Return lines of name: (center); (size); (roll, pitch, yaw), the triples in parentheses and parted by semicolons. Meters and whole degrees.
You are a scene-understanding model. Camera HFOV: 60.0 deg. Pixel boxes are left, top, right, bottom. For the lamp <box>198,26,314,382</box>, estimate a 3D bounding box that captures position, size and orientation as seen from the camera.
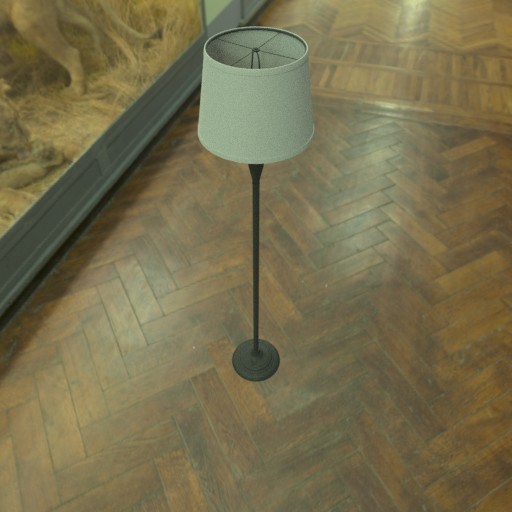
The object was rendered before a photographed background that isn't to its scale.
lamp: (0.000, 0.000, 1.633); (0.327, 1.506, 0.327); (-10, 48, -9)
